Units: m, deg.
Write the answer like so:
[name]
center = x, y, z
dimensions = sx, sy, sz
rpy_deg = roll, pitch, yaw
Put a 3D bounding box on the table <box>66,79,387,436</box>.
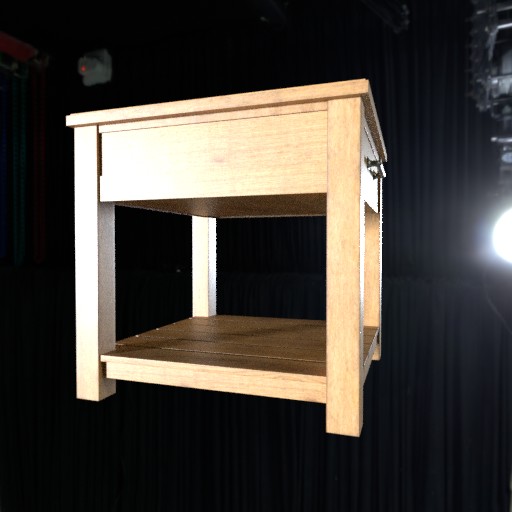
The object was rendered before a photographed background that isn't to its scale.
[table]
center = 0.000, 0.000, 1.107
dimensions = 0.612, 0.593, 0.616
rpy_deg = 0, 1, 19
